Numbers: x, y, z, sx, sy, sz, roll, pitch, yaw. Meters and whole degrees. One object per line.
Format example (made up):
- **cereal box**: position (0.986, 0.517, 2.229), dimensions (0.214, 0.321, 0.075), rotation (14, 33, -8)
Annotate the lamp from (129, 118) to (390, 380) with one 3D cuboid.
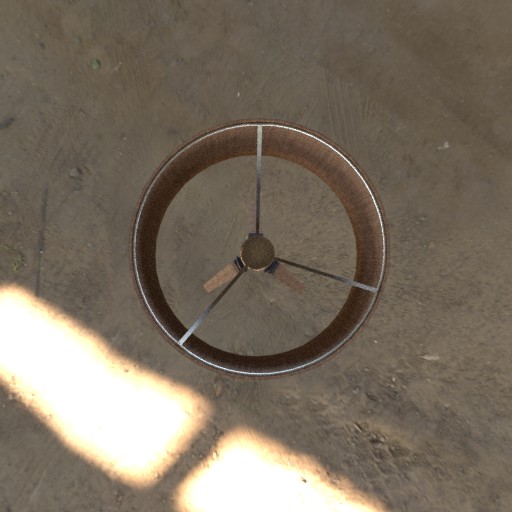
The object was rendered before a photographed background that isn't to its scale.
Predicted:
- **lamp**: position (0.000, 0.000, 0.676), dimensions (0.290, 0.514, 0.290), rotation (0, 88, -1)
